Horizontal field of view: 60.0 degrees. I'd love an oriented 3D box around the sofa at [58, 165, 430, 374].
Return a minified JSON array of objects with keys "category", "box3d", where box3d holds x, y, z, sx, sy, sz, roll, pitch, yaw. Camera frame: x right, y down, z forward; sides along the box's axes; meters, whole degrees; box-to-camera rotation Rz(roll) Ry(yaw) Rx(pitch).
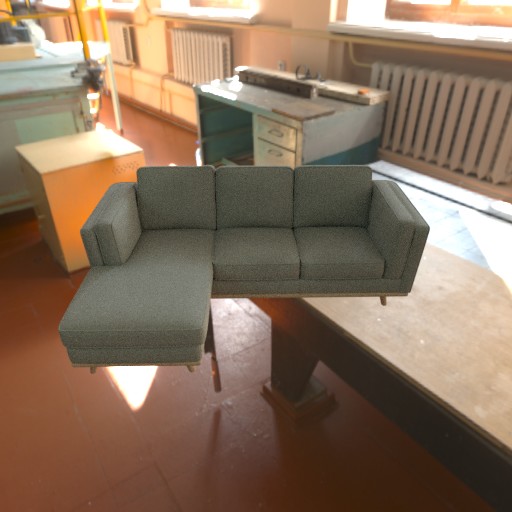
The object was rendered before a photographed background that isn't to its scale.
[{"category":"sofa","box3d":[0.000,0.000,3.233,2.411,0.929,1.604,-1,31,-1]}]
